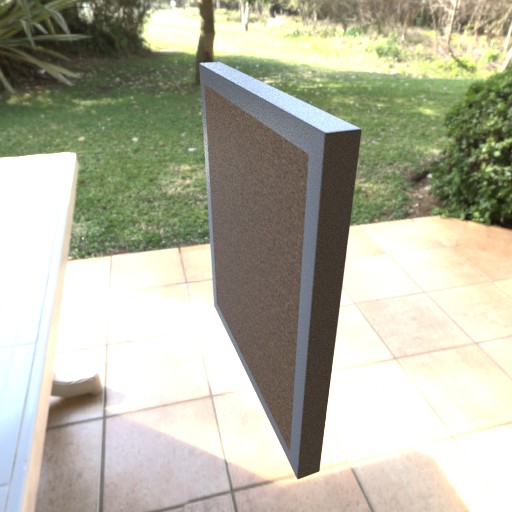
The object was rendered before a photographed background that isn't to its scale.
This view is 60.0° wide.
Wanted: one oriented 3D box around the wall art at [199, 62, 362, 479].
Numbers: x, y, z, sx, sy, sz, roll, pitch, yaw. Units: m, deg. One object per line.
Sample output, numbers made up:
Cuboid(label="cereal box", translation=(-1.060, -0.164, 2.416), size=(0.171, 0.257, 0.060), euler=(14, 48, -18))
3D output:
Cuboid(label="wall art", translation=(0.000, 0.000, 0.523), size=(0.028, 0.381, 0.331), euler=(-11, 33, -18))
